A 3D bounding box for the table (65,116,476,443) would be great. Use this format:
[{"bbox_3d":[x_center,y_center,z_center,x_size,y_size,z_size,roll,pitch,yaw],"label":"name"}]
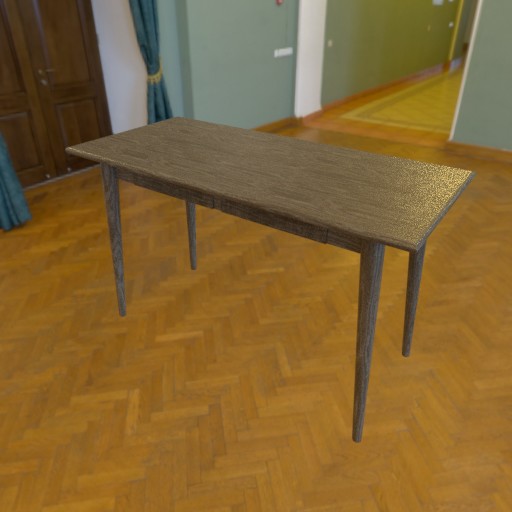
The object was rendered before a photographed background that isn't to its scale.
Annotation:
[{"bbox_3d":[0.000,0.000,1.721,1.300,0.780,0.599,20,36,29],"label":"table"}]
